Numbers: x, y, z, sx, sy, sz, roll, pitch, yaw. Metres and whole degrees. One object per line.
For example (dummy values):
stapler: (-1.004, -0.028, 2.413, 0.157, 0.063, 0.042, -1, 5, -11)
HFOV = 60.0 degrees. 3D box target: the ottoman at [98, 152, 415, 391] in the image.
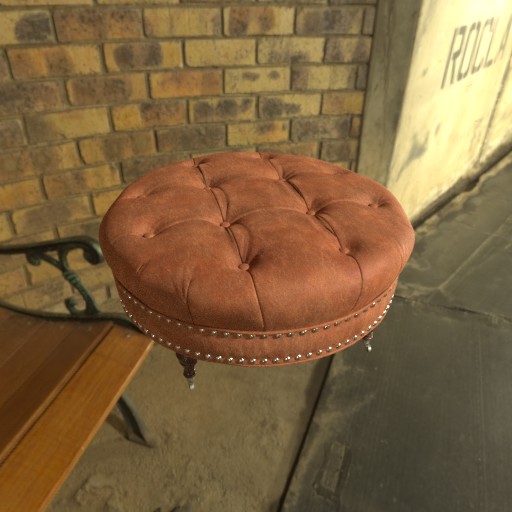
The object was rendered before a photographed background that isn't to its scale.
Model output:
ottoman: (0.000, 0.000, 1.381, 0.901, 0.444, 0.901, 0, 32, 0)
